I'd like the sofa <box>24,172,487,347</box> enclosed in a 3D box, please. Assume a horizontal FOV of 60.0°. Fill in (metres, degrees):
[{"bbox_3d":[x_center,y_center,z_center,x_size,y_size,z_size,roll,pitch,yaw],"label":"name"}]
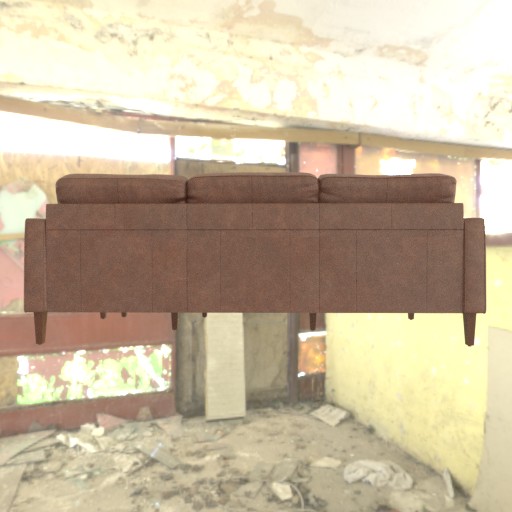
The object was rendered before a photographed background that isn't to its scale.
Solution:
[{"bbox_3d":[0.000,0.000,2.852,2.185,0.841,1.613,0,0,1],"label":"sofa"}]
